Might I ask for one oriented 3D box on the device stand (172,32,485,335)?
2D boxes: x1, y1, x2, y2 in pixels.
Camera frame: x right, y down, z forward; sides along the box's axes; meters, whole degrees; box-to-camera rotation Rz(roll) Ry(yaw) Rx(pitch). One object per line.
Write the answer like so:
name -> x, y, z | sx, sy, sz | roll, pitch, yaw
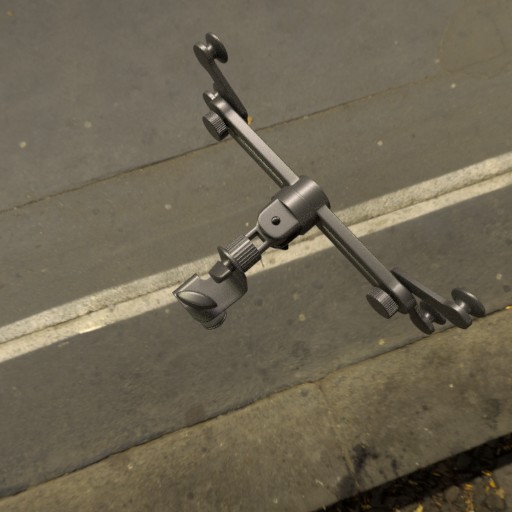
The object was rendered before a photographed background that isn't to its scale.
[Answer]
device stand -> 0.000, 0.000, 0.359 | 0.142, 0.166, 0.270 | -40, 80, -9
